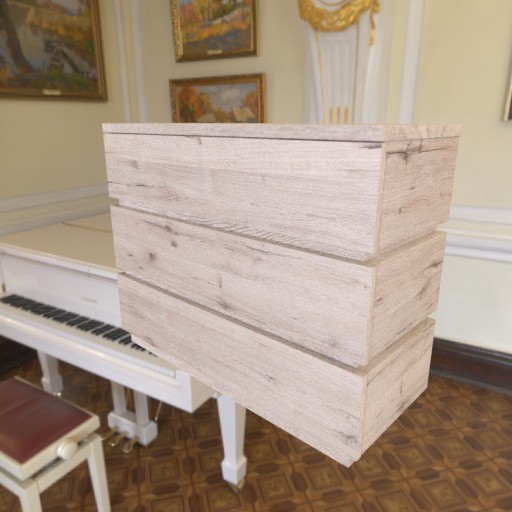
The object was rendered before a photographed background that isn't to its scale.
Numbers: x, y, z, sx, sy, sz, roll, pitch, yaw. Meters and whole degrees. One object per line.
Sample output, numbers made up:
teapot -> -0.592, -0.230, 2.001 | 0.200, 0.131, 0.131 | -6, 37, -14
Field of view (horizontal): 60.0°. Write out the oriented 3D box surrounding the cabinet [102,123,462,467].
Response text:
cabinet -> 0.000, 0.000, 1.435 | 1.040, 0.820, 0.420 | 15, 23, 41
